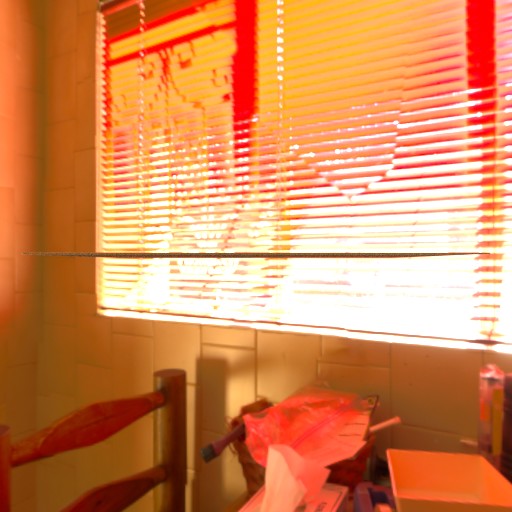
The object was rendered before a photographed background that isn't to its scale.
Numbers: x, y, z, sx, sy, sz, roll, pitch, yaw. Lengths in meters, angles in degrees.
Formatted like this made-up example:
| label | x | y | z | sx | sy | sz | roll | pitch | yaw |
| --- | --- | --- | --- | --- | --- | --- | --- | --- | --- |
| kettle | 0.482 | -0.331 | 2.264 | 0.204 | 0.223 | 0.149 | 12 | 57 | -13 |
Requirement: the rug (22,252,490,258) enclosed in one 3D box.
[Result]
| label | x | y | z | sx | sy | sz | roll | pitch | yaw |
| --- | --- | --- | --- | --- | --- | --- | --- | --- | --- |
| rug | 0.000 | 0.000 | 2.335 | 1.828 | 0.007 | 1.220 | 0 | -1 | 0 |
